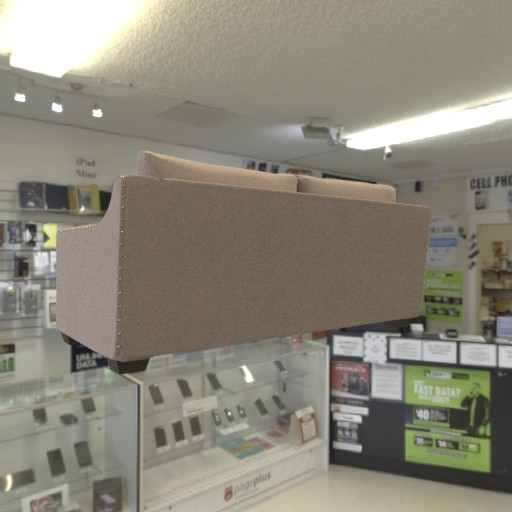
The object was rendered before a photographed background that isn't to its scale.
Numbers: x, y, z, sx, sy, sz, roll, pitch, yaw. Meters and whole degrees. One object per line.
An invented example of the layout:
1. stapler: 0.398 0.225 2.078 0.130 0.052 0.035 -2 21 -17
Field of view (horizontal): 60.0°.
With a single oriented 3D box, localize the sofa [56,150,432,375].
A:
1. sofa: 0.000 0.000 2.576 1.967 0.901 1.030 0 1 -37
